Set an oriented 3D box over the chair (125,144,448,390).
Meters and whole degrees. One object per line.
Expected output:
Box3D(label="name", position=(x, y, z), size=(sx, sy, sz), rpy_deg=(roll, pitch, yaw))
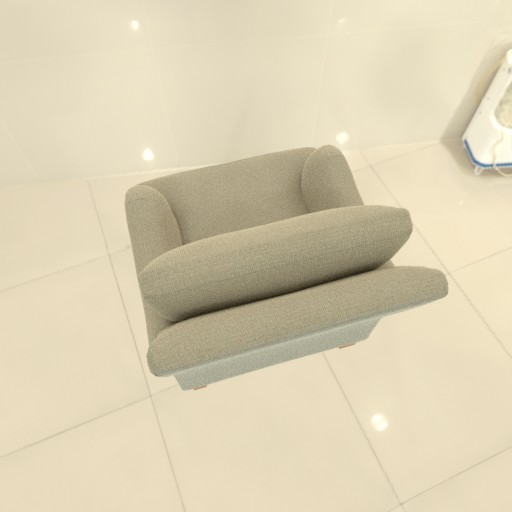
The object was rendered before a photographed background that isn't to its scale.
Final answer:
Box3D(label="chair", position=(0.000, 0.000, 1.863), size=(0.955, 1.038, 1.070), rpy_deg=(-14, 60, -8))
